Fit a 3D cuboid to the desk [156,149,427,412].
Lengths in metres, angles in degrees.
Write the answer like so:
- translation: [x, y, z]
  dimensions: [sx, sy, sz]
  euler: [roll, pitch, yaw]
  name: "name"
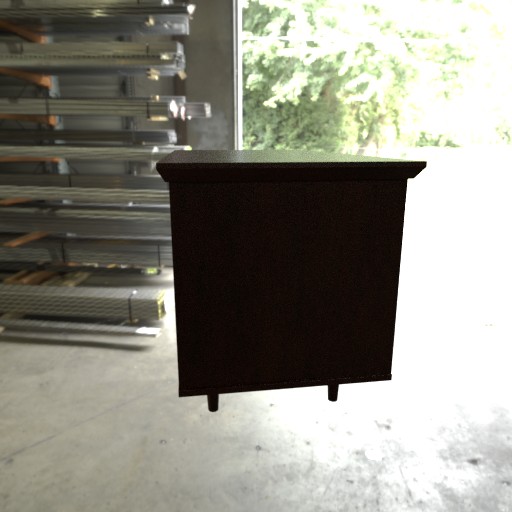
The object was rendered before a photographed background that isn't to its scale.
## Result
- translation: [0.000, 0.000, 1.683]
  dimensions: [0.612, 0.758, 1.277]
  euler: [-2, 15, -8]
  name: "desk"
